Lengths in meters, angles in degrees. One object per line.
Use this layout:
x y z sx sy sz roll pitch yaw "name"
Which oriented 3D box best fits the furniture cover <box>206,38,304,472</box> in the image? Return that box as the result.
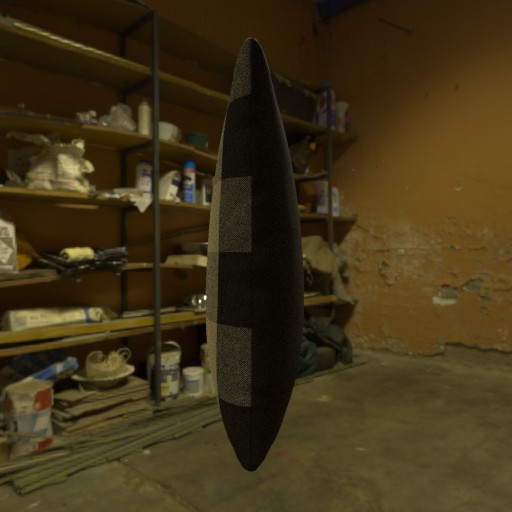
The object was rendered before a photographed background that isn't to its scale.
0.000 0.000 0.768 0.161 0.509 0.511 0 0 1 "furniture cover"
